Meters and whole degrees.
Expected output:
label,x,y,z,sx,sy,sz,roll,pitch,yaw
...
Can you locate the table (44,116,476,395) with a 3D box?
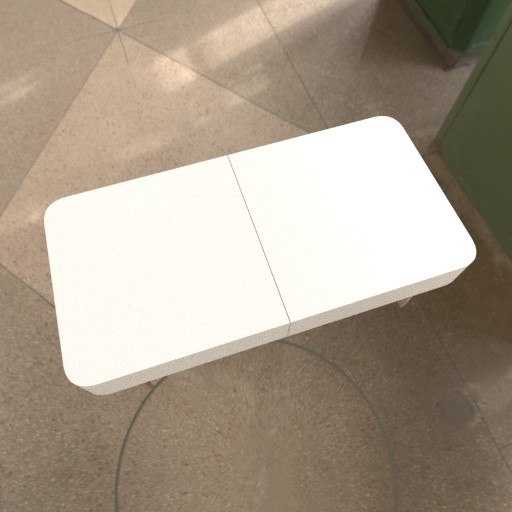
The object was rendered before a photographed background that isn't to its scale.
label,x,y,z,sx,sy,sz,roll,pitch,yaw
table,0.000,0.000,1.479,1.200,0.340,0.600,-16,65,-8
